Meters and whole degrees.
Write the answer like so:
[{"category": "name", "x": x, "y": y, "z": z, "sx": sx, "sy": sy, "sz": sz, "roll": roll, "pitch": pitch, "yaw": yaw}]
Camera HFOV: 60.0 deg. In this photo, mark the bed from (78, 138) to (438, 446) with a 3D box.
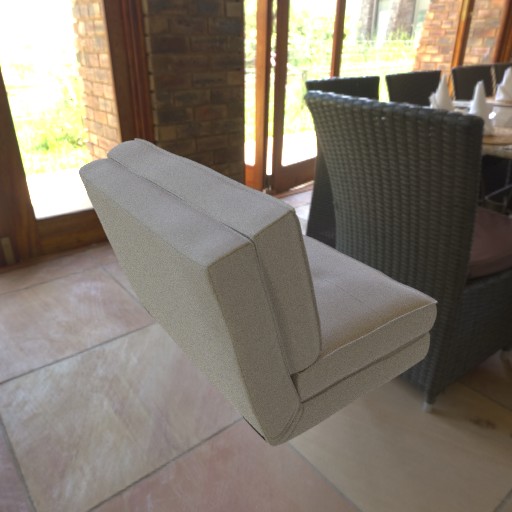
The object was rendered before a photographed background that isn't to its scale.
[{"category": "bed", "x": 0.000, "y": 0.000, "z": 1.312, "sx": 0.749, "sy": 0.614, "sz": 0.799, "roll": -17, "pitch": 31, "yaw": -31}]
